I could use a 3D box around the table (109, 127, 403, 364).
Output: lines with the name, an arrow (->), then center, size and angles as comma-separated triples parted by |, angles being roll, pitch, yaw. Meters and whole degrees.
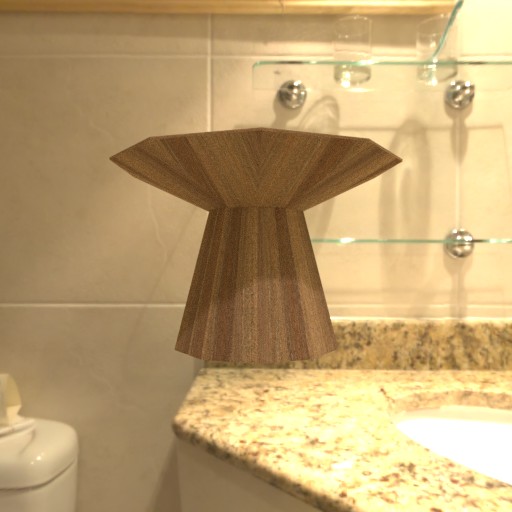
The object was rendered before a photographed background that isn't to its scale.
table -> 0.000, 0.000, 1.889 | 1.186, 0.752, 1.186 | 0, 0, 0
